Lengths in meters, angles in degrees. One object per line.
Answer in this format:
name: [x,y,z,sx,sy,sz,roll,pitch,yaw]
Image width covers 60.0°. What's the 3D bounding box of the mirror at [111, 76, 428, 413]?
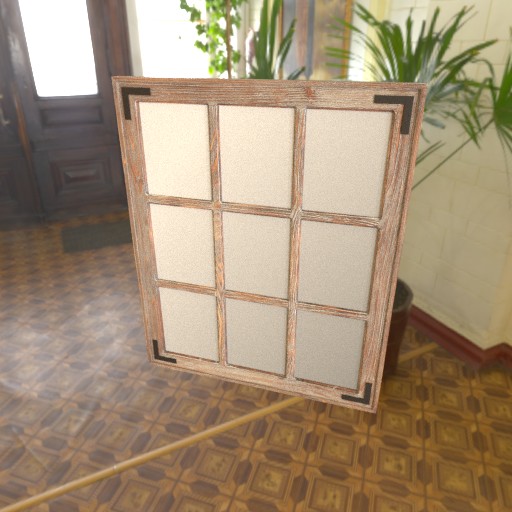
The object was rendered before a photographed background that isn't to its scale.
mirror: [0.000,0.000,1.189,0.730,0.882,0.032,8,27,16]
